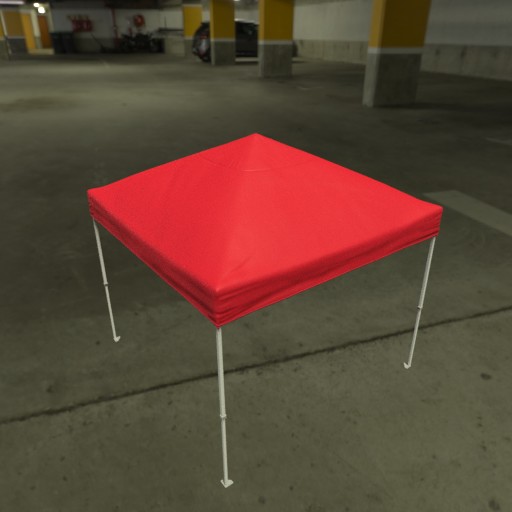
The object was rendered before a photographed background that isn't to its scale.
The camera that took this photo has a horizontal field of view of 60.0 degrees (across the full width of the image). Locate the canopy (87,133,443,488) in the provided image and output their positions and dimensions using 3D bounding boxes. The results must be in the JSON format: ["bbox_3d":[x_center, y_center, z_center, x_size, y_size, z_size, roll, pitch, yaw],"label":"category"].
[{"bbox_3d":[0.000,0.000,5.515,2.998,2.997,2.996,-19,32,-32],"label":"canopy"}]
